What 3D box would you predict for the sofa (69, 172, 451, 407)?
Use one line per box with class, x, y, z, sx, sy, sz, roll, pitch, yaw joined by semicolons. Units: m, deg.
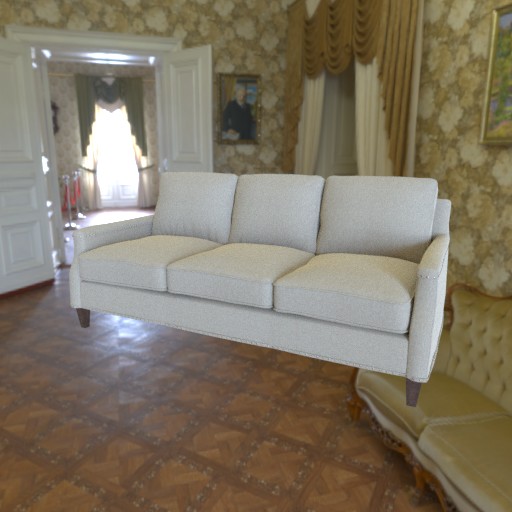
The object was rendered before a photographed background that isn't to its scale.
sofa;0.000;0.000;2.825;2.246;1.003;1.084;7;15;26
